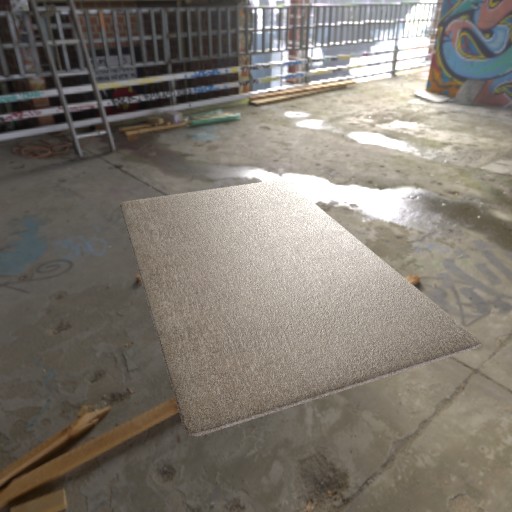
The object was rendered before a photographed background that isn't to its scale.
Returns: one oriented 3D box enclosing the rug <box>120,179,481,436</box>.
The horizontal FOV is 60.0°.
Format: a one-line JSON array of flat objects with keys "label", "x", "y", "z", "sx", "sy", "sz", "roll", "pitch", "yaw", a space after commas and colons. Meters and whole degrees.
[{"label": "rug", "x": 0.000, "y": 0.000, "z": 3.004, "sx": 1.539, "sy": 0.024, "sz": 2.469, "roll": -11, "pitch": 33, "yaw": -18}]
